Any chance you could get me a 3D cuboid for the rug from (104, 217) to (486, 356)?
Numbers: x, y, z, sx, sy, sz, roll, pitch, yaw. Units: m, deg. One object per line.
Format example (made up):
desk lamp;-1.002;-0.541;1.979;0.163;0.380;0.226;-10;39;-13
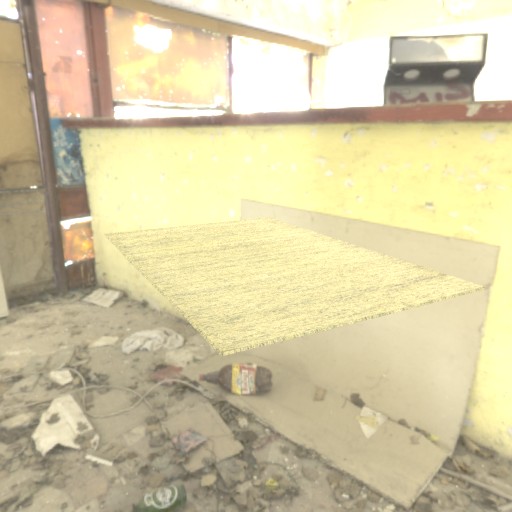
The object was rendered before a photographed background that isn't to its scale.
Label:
rug;0.000;0.000;2.912;1.523;0.017;2.263;-8;18;-27
